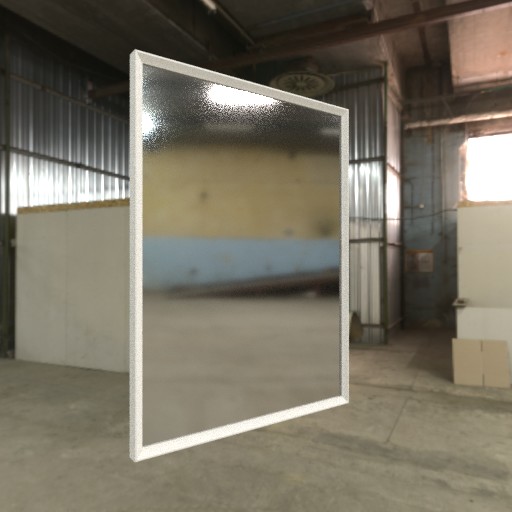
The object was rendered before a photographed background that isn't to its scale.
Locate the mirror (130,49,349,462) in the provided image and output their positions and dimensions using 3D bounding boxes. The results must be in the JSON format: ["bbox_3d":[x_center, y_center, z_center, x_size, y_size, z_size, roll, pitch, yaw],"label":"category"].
[{"bbox_3d":[0.000,0.000,1.328,0.762,1.016,0.041,0,0,-36],"label":"mirror"}]
